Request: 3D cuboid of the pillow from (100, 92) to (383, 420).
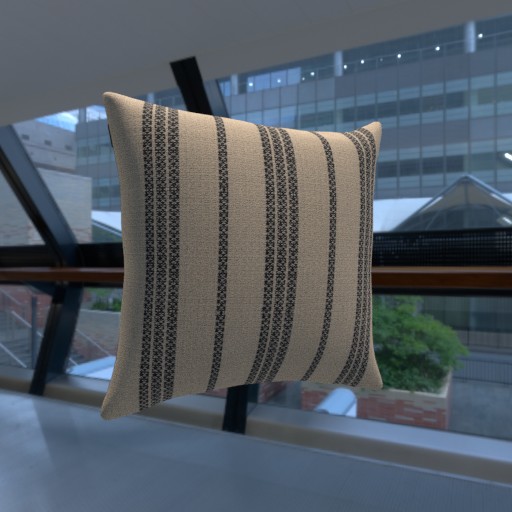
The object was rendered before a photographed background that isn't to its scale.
[{"bbox_3d":[0.000,0.000,0.611,0.405,0.406,0.173,0,0,-19],"label":"pillow"}]
